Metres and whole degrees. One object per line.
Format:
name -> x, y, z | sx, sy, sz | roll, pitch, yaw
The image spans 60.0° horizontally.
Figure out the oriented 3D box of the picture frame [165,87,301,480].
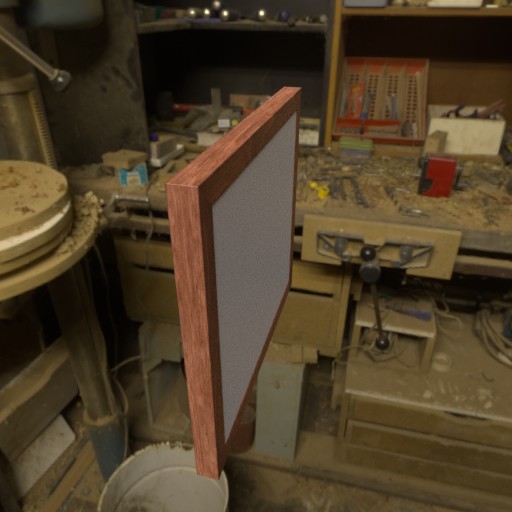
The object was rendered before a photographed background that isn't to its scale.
picture frame -> 0.000, 0.000, 0.545 | 0.025, 0.330, 0.381 | 8, 32, 13
